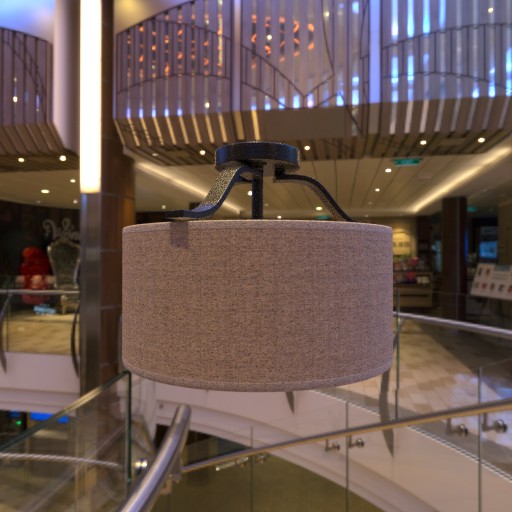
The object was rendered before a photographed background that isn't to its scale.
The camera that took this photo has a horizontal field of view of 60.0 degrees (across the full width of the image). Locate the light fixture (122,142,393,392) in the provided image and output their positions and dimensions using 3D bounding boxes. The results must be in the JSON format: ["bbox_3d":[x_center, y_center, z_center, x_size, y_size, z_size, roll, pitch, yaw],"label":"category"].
[{"bbox_3d":[0.000,0.000,0.658,0.390,0.306,0.390,0,0,0],"label":"light fixture"}]
